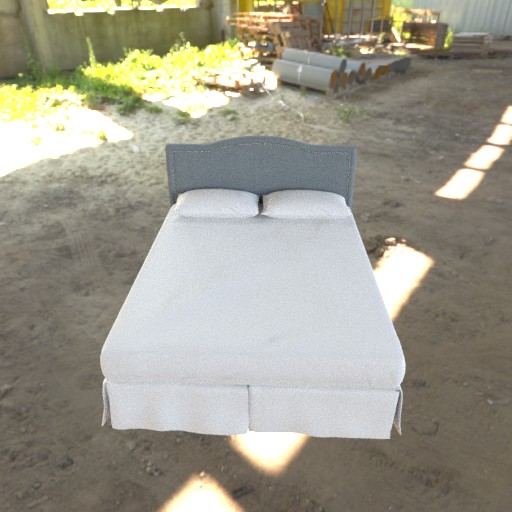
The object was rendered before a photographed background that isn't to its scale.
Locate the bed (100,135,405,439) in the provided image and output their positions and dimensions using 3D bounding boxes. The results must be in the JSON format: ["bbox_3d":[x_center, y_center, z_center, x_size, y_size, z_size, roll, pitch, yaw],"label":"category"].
[{"bbox_3d":[0.000,0.000,3.953,2.161,1.457,2.689,1,30,2],"label":"bed"}]
